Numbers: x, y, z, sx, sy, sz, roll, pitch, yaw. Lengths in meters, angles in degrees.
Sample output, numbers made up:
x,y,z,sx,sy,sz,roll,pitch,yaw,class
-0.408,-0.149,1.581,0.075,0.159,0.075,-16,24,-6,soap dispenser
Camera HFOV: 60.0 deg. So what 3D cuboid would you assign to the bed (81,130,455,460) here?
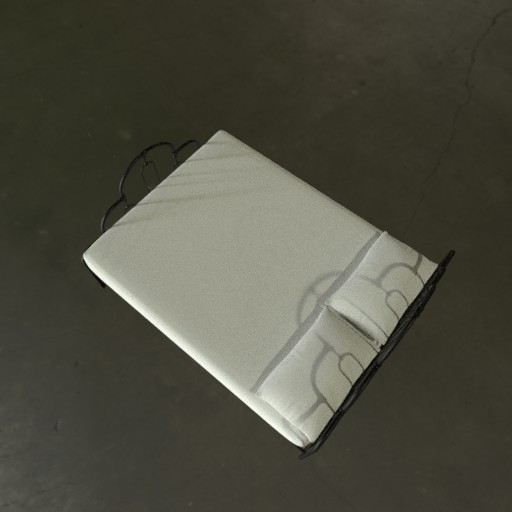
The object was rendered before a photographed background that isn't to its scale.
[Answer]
x,y,z,sx,sy,sz,roll,pitch,yaw,class
0.000,0.000,3.201,2.181,1.444,1.626,36,68,17,bed
